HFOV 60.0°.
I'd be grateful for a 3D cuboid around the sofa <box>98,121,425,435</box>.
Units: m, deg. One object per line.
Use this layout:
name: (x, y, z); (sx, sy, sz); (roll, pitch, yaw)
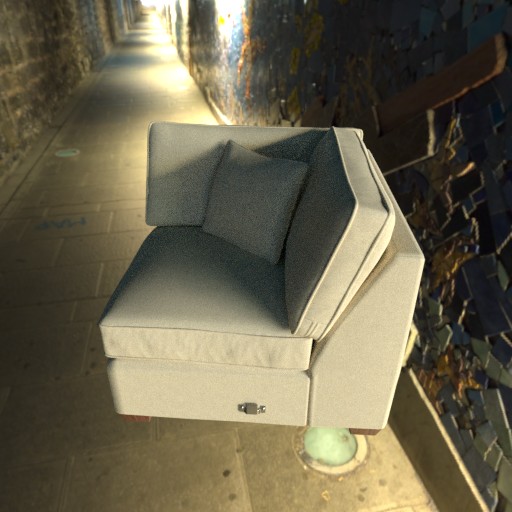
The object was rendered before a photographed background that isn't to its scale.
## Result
sofa: (0.000, 0.000, 1.947); (1.084, 1.002, 1.146); (2, 30, 3)
